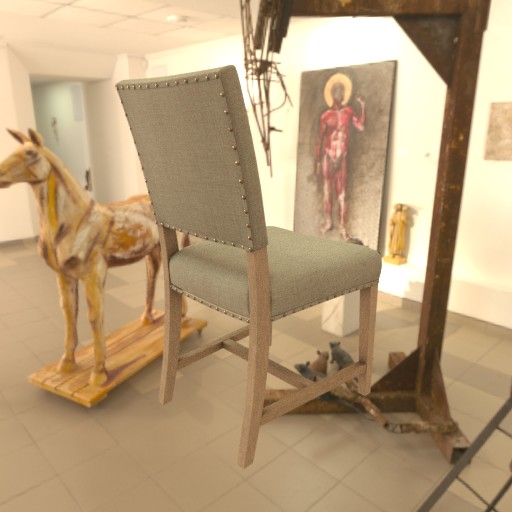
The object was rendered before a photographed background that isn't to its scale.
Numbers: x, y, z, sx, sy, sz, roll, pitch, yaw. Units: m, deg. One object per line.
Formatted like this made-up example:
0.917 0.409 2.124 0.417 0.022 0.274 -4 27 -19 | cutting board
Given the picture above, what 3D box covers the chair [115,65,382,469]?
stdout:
0.000 0.000 1.337 0.622 0.986 0.508 -15 22 -42 | chair
